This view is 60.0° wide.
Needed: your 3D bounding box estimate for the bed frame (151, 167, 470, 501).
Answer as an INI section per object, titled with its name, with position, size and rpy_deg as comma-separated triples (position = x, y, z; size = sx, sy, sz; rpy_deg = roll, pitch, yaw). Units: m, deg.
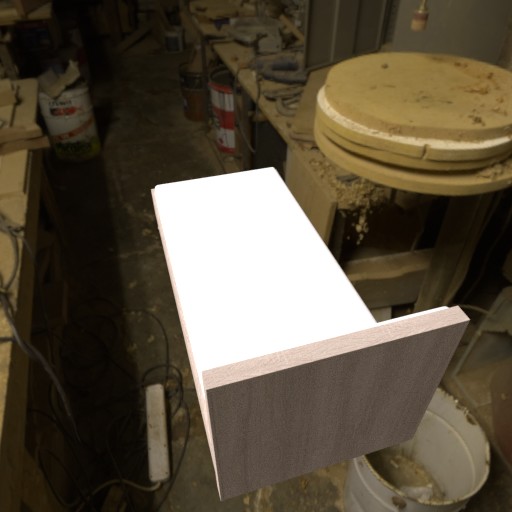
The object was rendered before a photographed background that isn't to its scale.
[bed frame]
position = 0.000, 0.000, 2.590
size = 0.990, 0.920, 2.140
rpy_deg = -11, 43, -13
